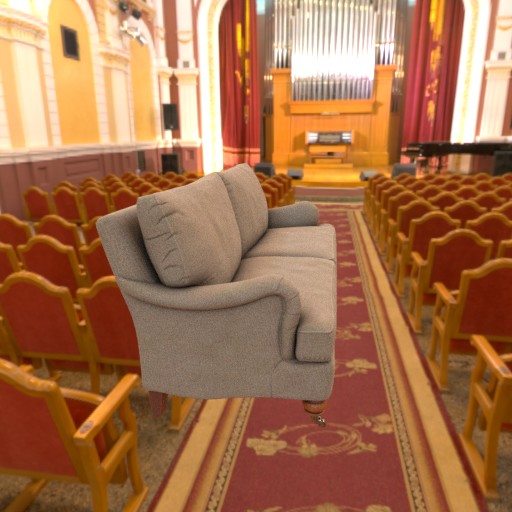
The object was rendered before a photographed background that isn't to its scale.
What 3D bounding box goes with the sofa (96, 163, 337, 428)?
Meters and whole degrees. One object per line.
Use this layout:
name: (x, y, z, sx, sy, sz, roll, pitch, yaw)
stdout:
sofa: (0.000, 0.000, 2.950, 1.069, 1.096, 2.193, 3, 16, 9)
